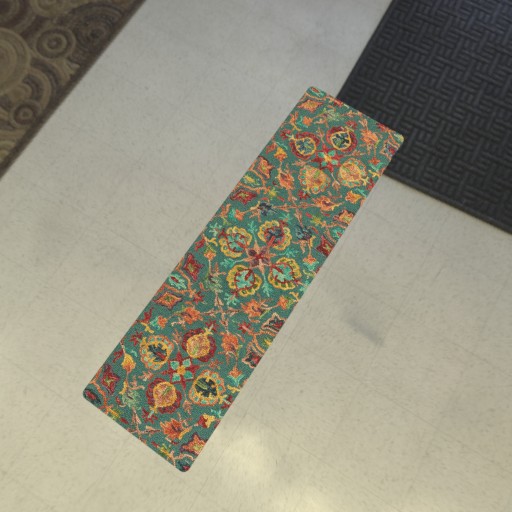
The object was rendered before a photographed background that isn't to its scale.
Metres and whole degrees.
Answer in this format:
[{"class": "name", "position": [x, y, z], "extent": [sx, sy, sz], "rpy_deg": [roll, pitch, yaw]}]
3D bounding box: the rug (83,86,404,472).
[{"class": "rug", "position": [0.000, 0.000, 2.530], "extent": [0.686, 0.013, 2.286], "rpy_deg": [33, 77, 9]}]
